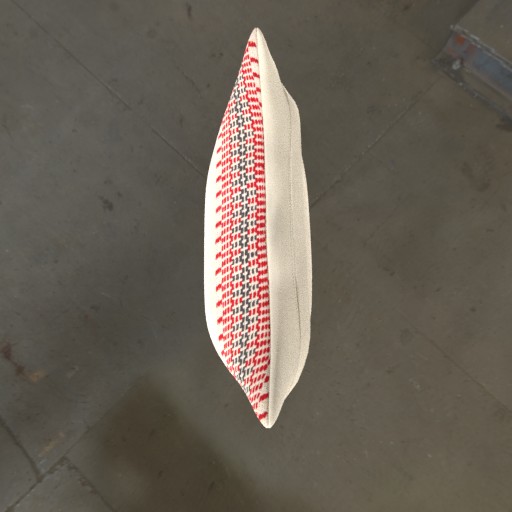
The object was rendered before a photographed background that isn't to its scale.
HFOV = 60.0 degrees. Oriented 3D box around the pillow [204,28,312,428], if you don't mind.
[{"bbox_3d":[0.000,0.000,0.702,0.160,0.454,0.463,-1,75,0],"label":"pillow"}]
